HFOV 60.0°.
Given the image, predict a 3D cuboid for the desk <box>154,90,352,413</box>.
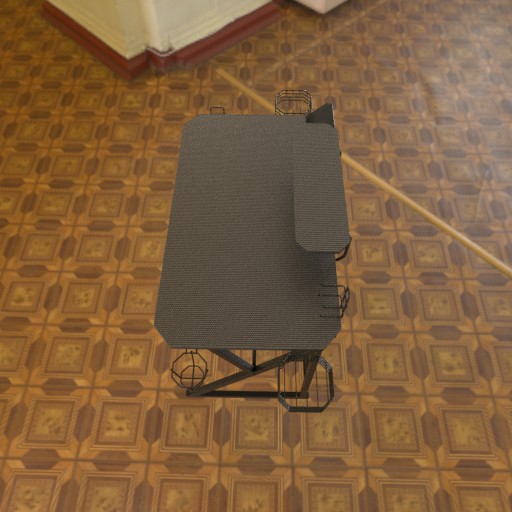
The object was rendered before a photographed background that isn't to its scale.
[{"bbox_3d":[0.000,0.000,1.744,0.580,0.880,1.290,1,58,1],"label":"desk"}]
